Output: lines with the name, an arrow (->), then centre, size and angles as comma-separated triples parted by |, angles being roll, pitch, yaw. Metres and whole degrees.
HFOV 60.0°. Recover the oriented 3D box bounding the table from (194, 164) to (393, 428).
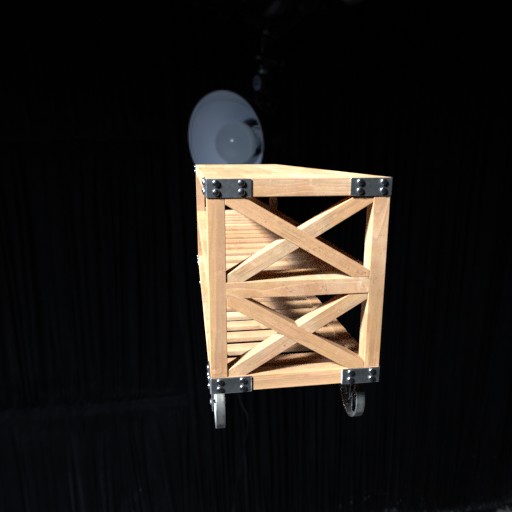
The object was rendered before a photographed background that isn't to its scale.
table -> 0.000, 0.000, 1.836 | 0.467, 0.711, 1.487 | -2, 13, -8
